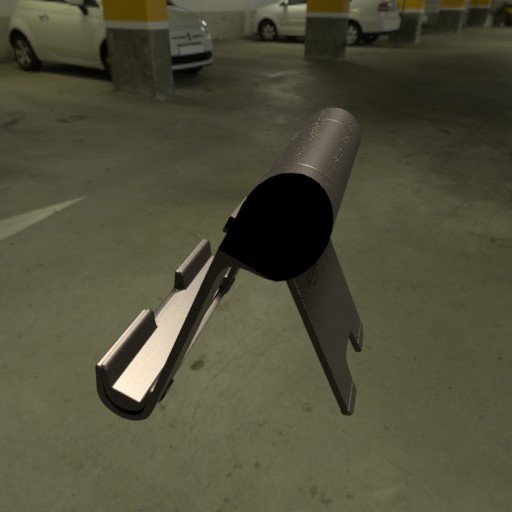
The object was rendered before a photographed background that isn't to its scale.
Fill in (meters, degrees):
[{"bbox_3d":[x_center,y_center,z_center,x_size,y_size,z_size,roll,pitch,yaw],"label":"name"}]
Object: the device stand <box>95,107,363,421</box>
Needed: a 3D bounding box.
[{"bbox_3d":[0.000,0.000,0.151,0.079,0.084,0.088,8,31,14],"label":"device stand"}]
